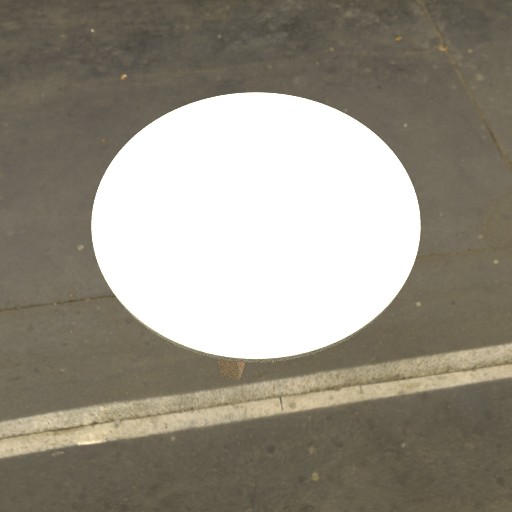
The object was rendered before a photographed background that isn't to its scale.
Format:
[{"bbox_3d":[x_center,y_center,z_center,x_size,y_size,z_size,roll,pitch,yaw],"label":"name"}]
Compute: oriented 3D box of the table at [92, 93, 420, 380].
[{"bbox_3d":[0.000,0.000,0.994,0.600,0.400,0.600,0,59,0],"label":"table"}]
